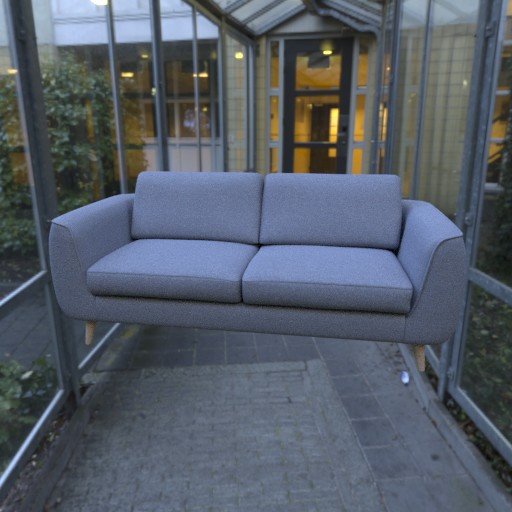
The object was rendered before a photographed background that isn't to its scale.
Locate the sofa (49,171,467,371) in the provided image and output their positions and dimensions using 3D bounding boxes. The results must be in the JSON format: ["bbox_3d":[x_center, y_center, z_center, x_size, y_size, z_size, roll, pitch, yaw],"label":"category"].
[{"bbox_3d":[0.000,0.000,2.522,2.000,0.870,0.920,3,16,9],"label":"sofa"}]
